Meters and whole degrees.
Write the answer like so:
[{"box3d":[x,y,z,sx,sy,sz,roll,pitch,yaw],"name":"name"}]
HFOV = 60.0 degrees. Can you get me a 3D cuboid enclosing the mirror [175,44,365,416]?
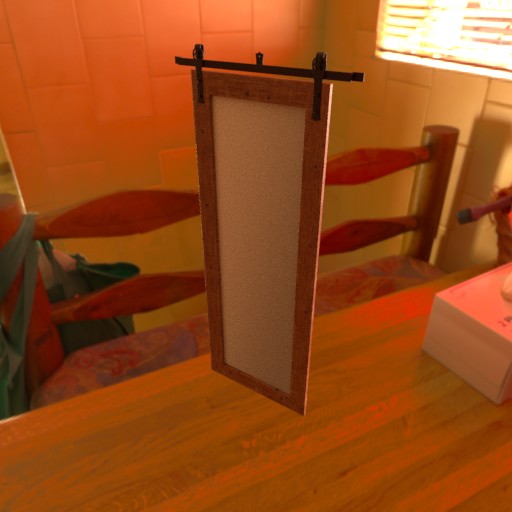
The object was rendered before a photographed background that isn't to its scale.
[{"box3d":[0.000,0.000,2.099,0.847,1.793,0.042,18,35,28],"name":"mirror"}]
